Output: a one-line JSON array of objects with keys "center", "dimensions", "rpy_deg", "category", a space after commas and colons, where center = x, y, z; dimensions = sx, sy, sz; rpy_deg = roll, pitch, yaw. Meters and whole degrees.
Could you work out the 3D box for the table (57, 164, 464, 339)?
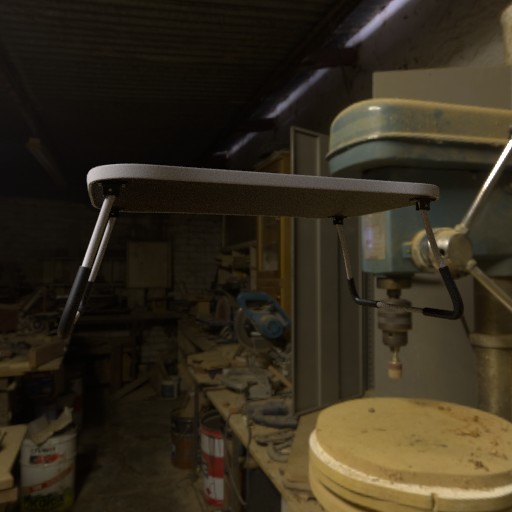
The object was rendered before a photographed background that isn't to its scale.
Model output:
[{"center": [0.000, 0.000, 0.844], "dimensions": [0.660, 0.232, 0.400], "rpy_deg": [0, -1, -18], "category": "table"}]
